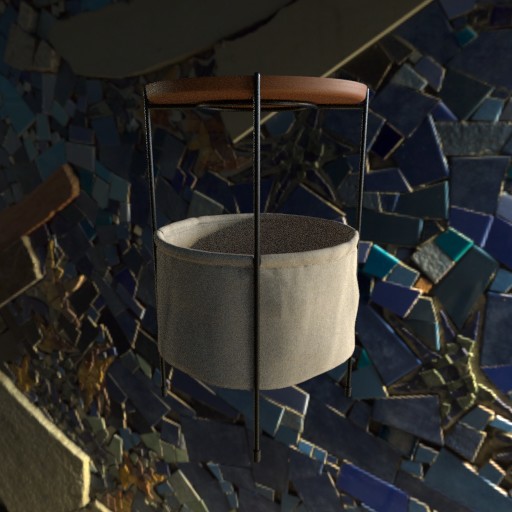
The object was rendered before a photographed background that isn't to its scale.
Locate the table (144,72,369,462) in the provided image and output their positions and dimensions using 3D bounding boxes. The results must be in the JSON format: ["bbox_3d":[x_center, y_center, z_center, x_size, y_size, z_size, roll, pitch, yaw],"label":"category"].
[{"bbox_3d":[0.000,0.000,0.874,0.393,0.623,0.393,15,21,43],"label":"table"}]
